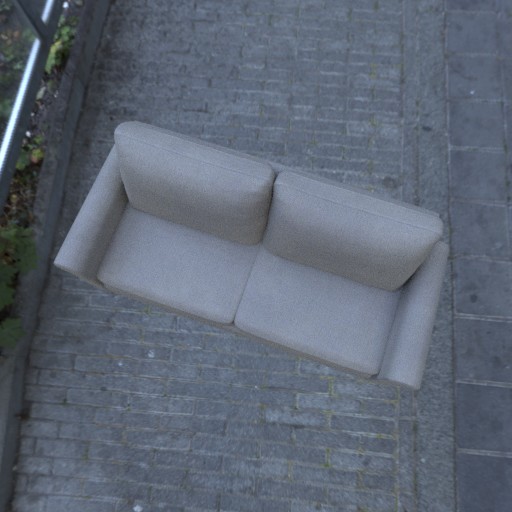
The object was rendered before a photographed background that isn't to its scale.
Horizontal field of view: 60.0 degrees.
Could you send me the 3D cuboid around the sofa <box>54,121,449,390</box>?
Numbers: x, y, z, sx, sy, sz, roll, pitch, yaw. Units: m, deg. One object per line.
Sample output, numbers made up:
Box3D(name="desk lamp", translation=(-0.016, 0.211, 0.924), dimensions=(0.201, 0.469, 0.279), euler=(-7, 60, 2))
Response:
Box3D(name="sofa", translation=(0.000, 0.000, 2.431), dimensions=(1.935, 0.942, 0.842), euler=(18, 74, 5))
